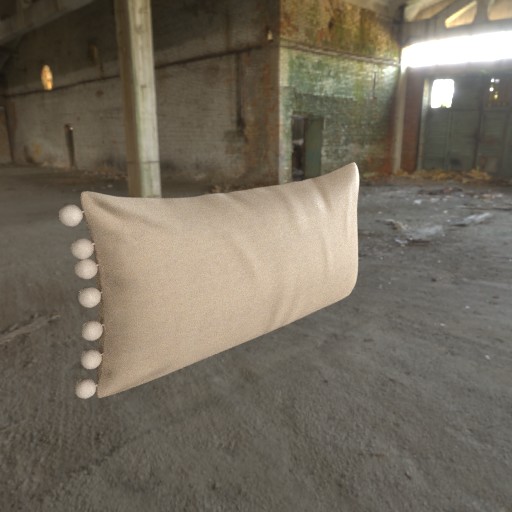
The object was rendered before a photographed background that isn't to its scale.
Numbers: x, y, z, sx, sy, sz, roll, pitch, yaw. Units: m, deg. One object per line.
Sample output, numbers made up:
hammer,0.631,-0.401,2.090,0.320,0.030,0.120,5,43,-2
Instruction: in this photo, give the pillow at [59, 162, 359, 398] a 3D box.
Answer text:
pillow,0.000,0.000,0.835,0.201,0.322,0.709,14,20,43
